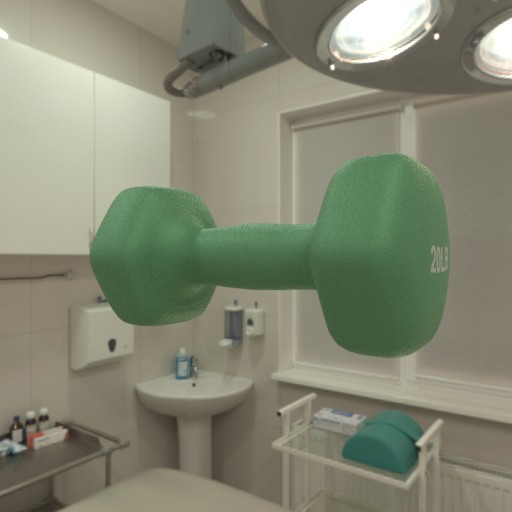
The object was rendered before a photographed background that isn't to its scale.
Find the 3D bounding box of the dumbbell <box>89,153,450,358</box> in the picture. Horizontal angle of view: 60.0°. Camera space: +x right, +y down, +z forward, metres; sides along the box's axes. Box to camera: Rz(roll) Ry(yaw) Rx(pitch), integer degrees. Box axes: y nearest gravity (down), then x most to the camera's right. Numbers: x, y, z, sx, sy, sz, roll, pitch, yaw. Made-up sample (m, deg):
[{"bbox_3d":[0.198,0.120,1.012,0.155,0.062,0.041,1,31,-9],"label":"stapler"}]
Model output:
[{"bbox_3d":[0.000,0.000,0.328,0.260,0.117,0.129,0,0,35],"label":"dumbbell"}]
